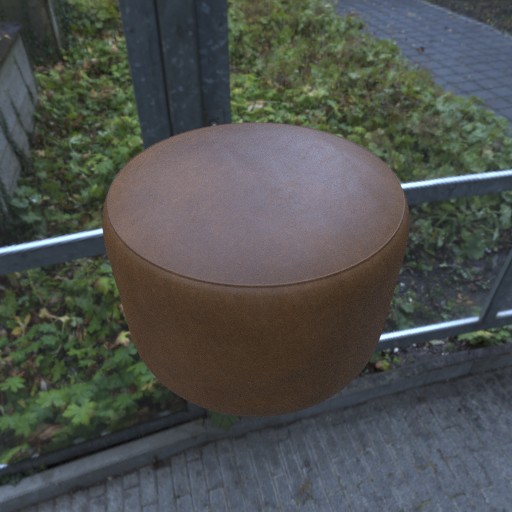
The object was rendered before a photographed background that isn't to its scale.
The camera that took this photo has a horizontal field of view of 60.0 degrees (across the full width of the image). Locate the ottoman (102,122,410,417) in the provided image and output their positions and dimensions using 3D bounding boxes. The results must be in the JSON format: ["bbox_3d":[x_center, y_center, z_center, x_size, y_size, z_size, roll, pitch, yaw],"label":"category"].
[{"bbox_3d":[0.000,0.000,0.993,0.607,0.438,0.607,0,41,0],"label":"ottoman"}]
